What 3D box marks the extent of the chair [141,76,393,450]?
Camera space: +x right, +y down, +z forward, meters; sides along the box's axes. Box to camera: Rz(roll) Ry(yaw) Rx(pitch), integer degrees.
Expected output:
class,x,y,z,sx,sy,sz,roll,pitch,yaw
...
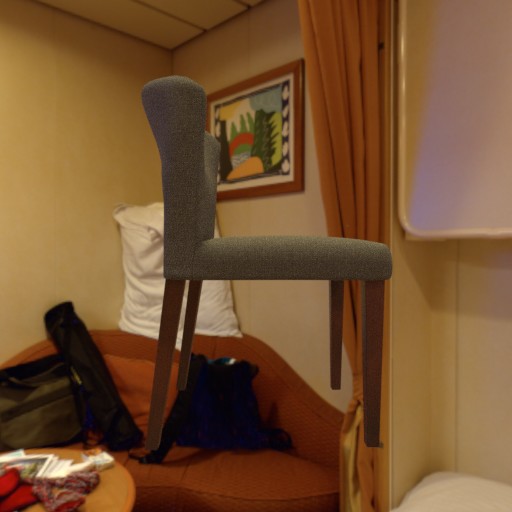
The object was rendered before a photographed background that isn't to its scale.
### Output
class,x,y,z,sx,sy,sz,roll,pitch,yaw
chair,0.000,0.000,1.183,0.589,0.839,0.491,0,1,-1
